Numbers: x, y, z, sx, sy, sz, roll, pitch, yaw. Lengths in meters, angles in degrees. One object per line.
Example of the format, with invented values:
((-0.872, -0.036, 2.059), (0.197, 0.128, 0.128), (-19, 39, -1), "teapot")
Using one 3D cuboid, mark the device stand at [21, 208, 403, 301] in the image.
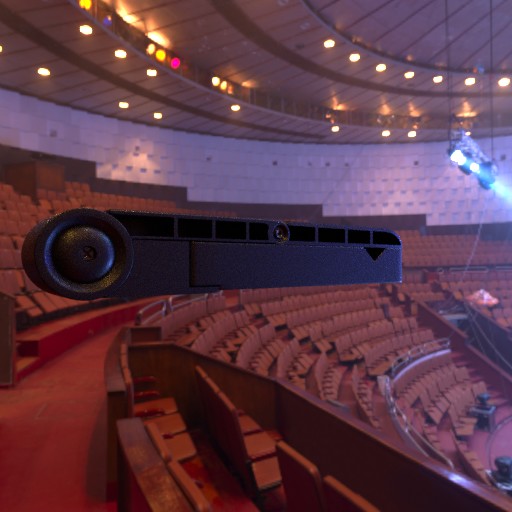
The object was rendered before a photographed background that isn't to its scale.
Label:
((0.000, 0.000, 0.193), (0.179, 0.030, 0.026), (1, -1, -36), "device stand")
